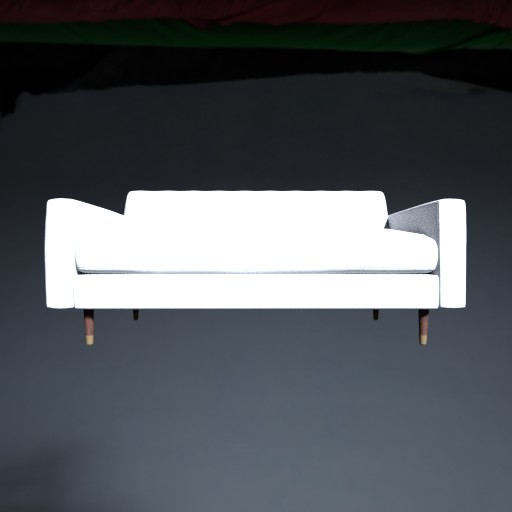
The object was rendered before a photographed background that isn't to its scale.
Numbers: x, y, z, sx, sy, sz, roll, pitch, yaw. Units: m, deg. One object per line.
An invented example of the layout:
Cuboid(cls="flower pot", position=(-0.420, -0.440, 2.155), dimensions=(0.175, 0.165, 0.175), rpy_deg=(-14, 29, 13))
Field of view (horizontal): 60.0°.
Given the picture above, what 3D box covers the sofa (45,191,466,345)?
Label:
Cuboid(cls="sofa", position=(0.000, 0.000, 2.418), dimensions=(1.895, 0.814, 0.969), rpy_deg=(0, 0, 0))
